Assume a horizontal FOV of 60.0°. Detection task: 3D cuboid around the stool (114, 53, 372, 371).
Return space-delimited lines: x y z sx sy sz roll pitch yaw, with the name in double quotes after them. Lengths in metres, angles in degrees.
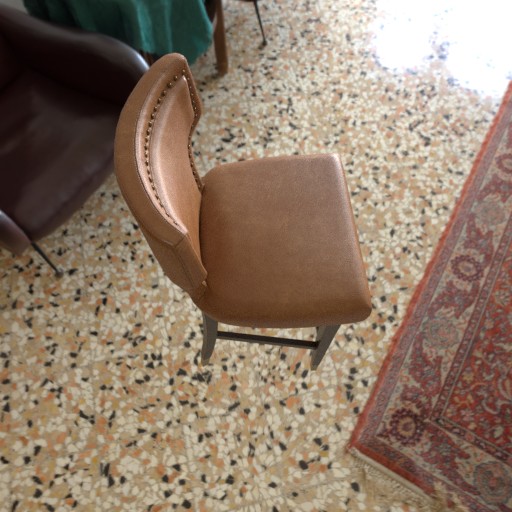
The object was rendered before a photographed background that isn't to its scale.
0.000 0.000 1.355 0.563 1.092 0.526 -4 63 -2 "stool"
